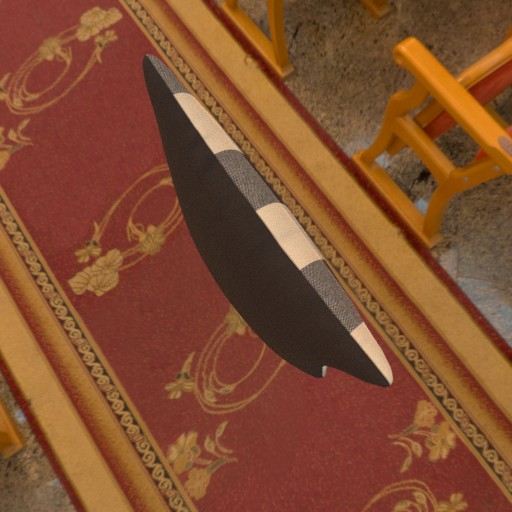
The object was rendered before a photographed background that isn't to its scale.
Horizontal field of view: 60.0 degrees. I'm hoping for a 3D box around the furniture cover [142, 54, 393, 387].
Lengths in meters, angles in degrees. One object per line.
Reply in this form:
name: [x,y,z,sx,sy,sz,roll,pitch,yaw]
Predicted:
furniture cover: [0.000,0.000,0.775,0.161,0.509,0.511,-34,78,-8]
